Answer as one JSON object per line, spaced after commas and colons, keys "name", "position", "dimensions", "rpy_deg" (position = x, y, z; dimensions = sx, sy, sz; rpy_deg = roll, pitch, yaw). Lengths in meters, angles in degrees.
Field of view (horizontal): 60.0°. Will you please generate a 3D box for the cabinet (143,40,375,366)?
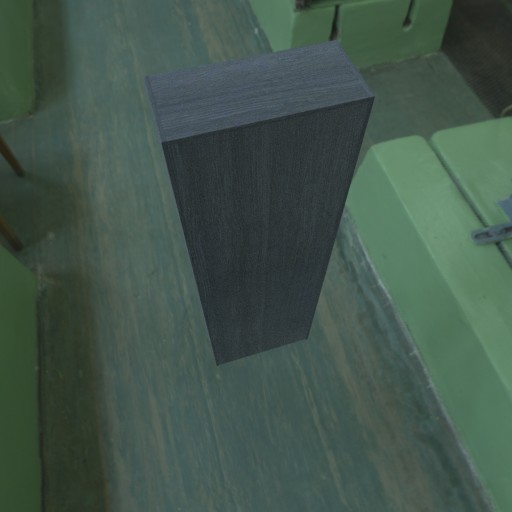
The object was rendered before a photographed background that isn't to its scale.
{"name": "cabinet", "position": [0.000, 0.000, 1.783], "dimensions": [0.520, 1.630, 0.255], "rpy_deg": [-15, 60, -9]}
